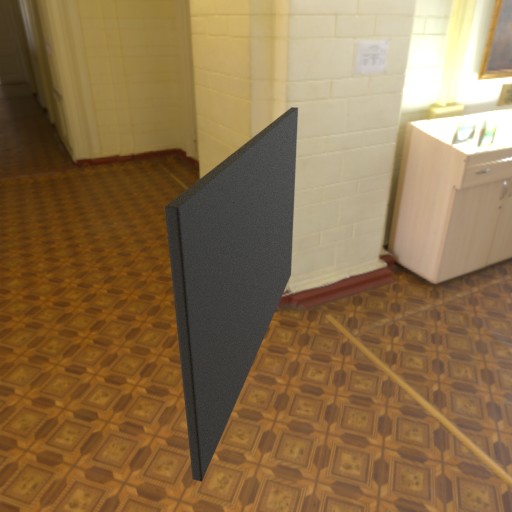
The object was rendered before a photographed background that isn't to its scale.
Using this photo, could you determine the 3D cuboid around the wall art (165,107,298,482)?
[{"bbox_3d":[0.000,0.000,1.258,0.049,0.659,0.964,8,29,15],"label":"wall art"}]
